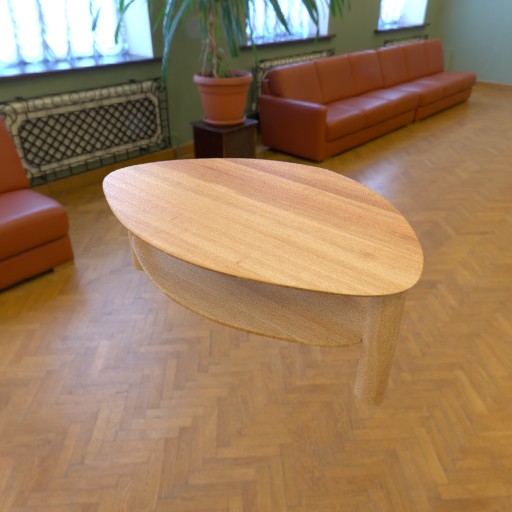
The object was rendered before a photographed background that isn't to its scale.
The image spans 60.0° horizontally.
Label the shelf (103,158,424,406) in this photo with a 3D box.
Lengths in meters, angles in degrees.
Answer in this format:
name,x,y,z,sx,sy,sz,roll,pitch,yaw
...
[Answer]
name,x,y,z,sx,sy,sz,roll,pitch,yaw
shelf,0.000,0.000,1.632,1.246,0.440,0.845,24,38,34
